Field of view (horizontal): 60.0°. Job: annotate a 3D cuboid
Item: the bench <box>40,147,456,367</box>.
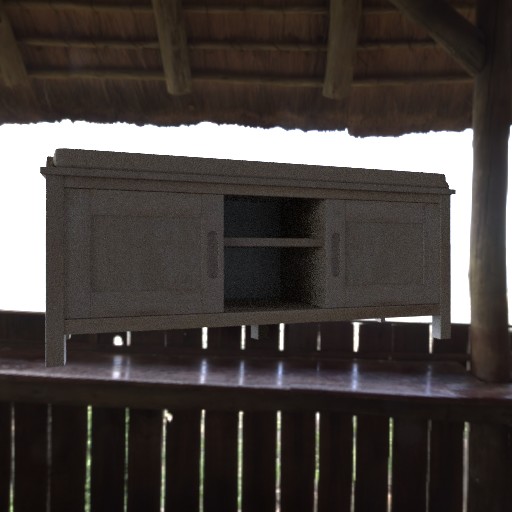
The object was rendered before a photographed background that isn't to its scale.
[{"bbox_3d":[0.000,0.000,1.352,1.140,0.501,0.398,0,0,-18],"label":"bench"}]
